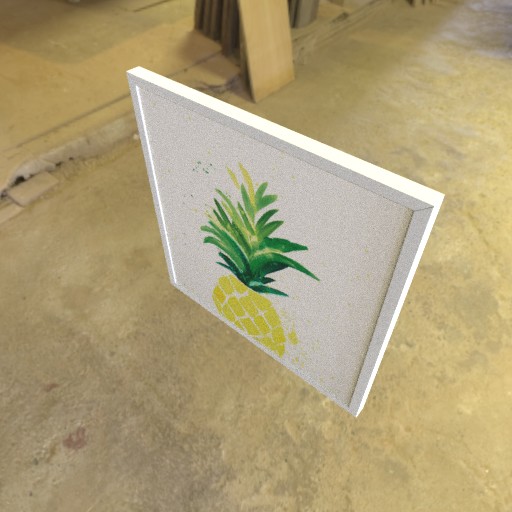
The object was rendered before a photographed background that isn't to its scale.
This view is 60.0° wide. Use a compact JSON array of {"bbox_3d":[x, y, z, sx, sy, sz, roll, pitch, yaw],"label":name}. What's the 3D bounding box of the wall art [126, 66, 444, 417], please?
[{"bbox_3d":[0.000,0.000,1.148,0.763,0.761,0.038,31,53,27],"label":"wall art"}]
